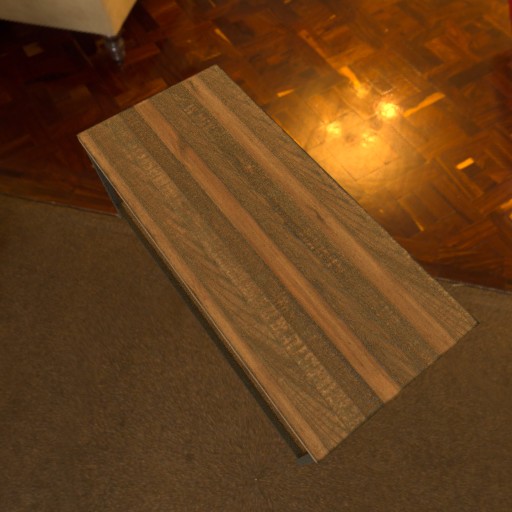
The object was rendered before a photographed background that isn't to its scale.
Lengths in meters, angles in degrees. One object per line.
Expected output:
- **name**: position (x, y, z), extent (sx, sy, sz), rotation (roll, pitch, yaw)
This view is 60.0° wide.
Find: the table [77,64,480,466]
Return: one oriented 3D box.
- **table**: position (0.000, 0.000, 1.239), extent (0.452, 0.399, 0.990), rotation (-34, 68, -16)
